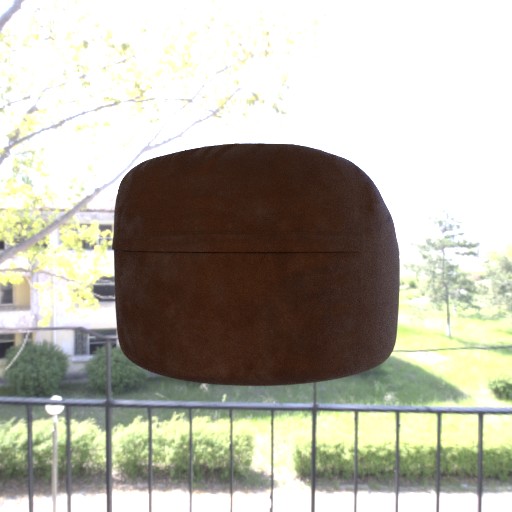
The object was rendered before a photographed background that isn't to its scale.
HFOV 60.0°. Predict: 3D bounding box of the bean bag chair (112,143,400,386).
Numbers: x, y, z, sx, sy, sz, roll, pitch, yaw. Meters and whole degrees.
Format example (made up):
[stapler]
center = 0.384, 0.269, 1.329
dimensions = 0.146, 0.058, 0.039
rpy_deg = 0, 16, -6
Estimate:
[bean bag chair]
center = 0.000, 0.000, 1.479
dimensions = 0.918, 0.616, 0.918
rpy_deg = 0, 2, 0
